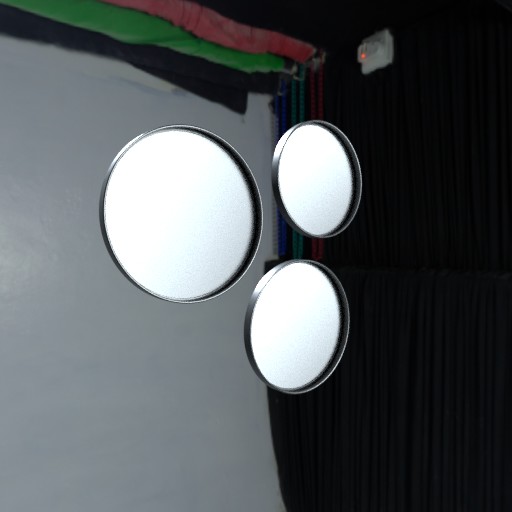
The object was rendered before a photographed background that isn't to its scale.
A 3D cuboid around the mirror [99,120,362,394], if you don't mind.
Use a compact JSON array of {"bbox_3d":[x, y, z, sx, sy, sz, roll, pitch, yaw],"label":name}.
[{"bbox_3d":[0.000,0.000,3.131,2.160,2.096,0.076,-1,1,-36],"label":"mirror"}]
